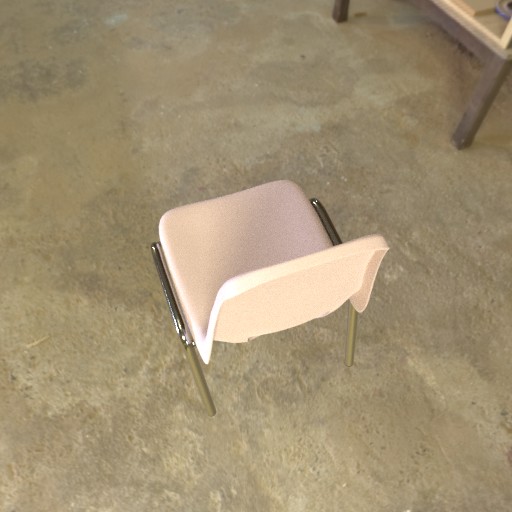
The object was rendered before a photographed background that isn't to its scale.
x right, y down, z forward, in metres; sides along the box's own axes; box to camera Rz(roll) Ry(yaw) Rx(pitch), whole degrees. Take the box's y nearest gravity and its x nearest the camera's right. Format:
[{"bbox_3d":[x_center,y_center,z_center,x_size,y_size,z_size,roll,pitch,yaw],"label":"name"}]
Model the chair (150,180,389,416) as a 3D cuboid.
[{"bbox_3d":[0.000,0.000,0.795,0.354,0.537,0.385,-17,59,-10],"label":"chair"}]
